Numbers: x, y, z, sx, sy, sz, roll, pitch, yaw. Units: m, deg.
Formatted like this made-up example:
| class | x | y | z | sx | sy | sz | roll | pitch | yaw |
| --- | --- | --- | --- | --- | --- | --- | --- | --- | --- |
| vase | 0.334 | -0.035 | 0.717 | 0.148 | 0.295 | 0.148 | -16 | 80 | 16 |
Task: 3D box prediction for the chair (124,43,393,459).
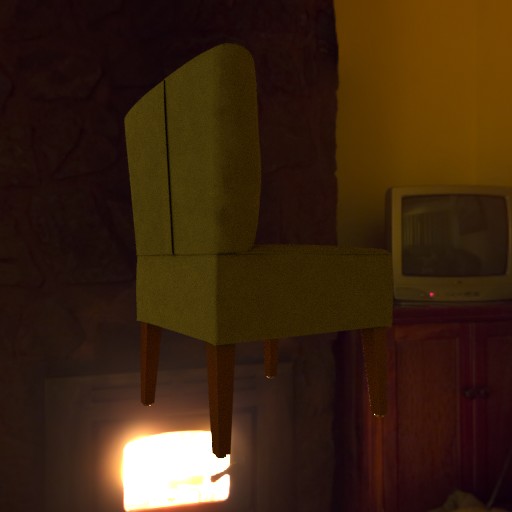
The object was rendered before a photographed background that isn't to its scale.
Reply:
| class | x | y | z | sx | sy | sz | roll | pitch | yaw |
| --- | --- | --- | --- | --- | --- | --- | --- | --- | --- |
| chair | 0.000 | 0.000 | 1.166 | 0.554 | 0.806 | 0.521 | 0 | 0 | -35 |
